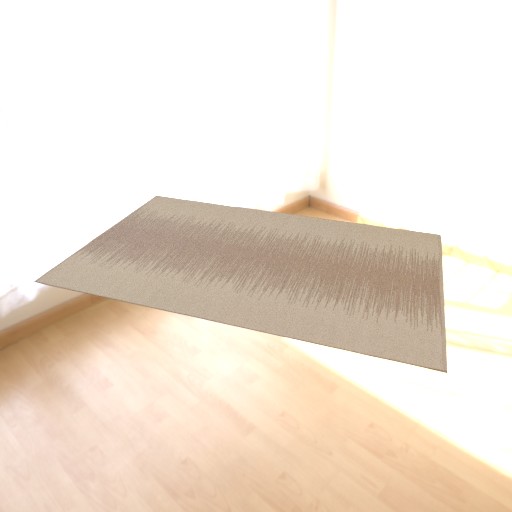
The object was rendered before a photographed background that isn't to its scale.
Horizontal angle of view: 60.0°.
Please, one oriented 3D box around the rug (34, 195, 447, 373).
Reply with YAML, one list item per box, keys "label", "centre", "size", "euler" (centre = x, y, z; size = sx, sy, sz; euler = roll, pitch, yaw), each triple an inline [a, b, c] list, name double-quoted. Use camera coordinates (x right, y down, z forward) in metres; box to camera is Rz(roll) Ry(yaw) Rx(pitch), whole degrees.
- label: "rug"
  centre: [0.000, 0.000, 3.066]
  size: [2.440, 0.012, 1.522]
  euler: [10, 31, 16]
